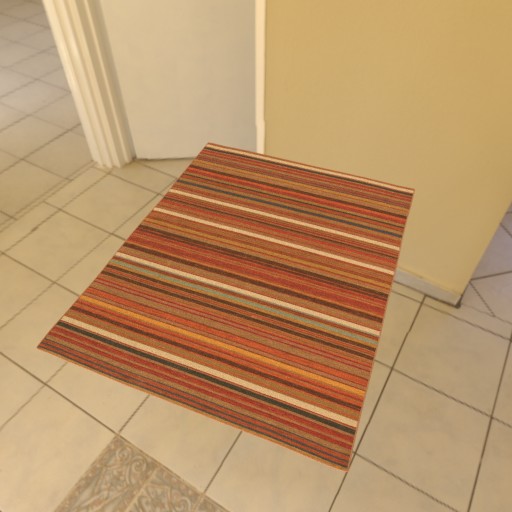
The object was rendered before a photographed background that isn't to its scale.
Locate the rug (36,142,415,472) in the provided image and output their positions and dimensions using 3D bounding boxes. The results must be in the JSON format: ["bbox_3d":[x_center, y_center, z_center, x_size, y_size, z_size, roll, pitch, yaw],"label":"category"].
[{"bbox_3d":[0.000,0.000,4.099,2.479,0.023,3.092,16,49,15],"label":"rug"}]
